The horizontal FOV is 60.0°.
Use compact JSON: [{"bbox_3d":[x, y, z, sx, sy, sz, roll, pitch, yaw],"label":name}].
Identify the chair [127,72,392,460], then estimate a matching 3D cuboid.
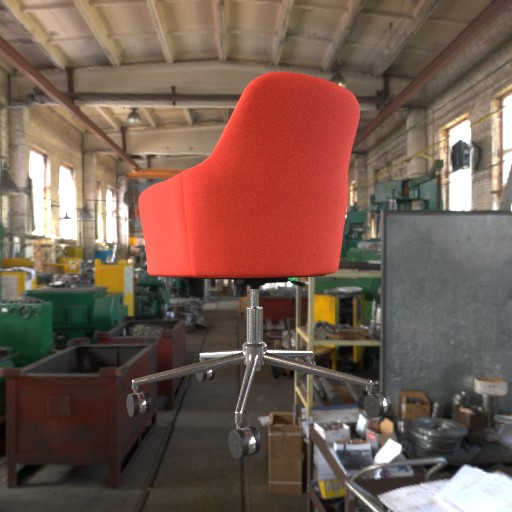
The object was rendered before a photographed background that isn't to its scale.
[{"bbox_3d":[0.000,0.000,1.245,0.655,0.820,0.600,0,0,-36],"label":"chair"}]
